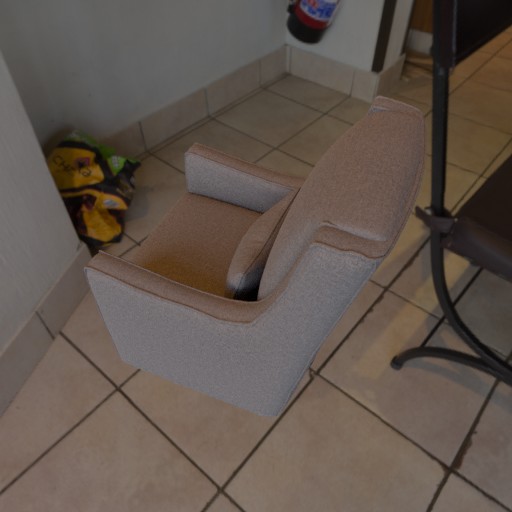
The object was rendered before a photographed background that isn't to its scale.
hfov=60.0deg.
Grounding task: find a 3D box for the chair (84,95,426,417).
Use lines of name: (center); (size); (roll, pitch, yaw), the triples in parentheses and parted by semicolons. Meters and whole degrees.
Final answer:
chair: (0.000, 0.000, 1.532); (0.879, 0.993, 0.732); (16, 49, 15)
